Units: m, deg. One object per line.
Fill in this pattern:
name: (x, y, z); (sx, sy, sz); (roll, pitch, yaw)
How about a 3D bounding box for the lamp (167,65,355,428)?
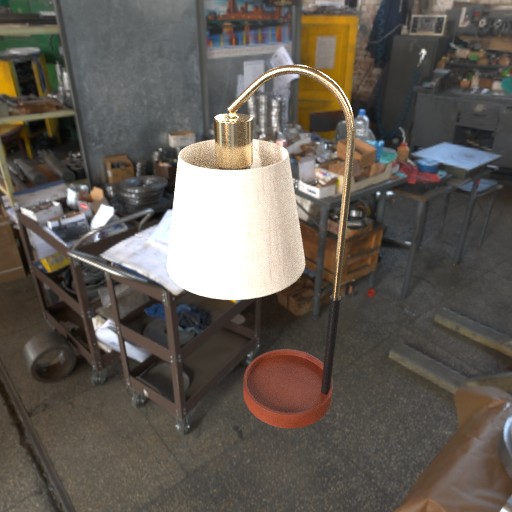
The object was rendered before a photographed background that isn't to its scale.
lamp: (0.000, 0.000, 0.669); (0.273, 0.536, 0.211); (8, 31, 14)
